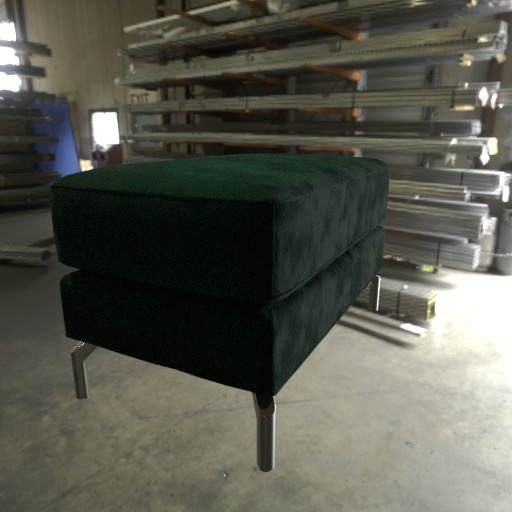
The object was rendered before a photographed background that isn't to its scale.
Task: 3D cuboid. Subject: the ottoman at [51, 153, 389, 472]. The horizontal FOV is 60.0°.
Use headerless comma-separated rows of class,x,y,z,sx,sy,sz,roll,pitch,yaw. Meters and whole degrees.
ottoman,0.000,0.000,1.215,0.536,0.533,0.886,8,18,26
